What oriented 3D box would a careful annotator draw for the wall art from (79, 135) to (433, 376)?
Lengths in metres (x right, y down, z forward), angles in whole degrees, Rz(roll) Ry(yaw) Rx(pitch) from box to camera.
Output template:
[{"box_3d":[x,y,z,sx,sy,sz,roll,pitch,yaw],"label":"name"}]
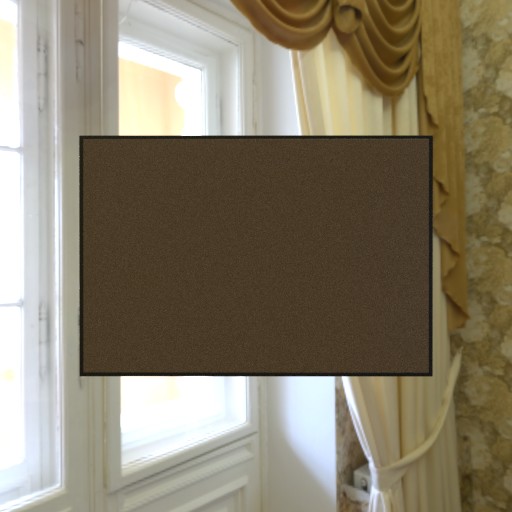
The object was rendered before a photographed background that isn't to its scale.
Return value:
[{"box_3d":[0.000,0.000,1.204,0.939,0.640,0.058,0,0,0],"label":"wall art"}]
